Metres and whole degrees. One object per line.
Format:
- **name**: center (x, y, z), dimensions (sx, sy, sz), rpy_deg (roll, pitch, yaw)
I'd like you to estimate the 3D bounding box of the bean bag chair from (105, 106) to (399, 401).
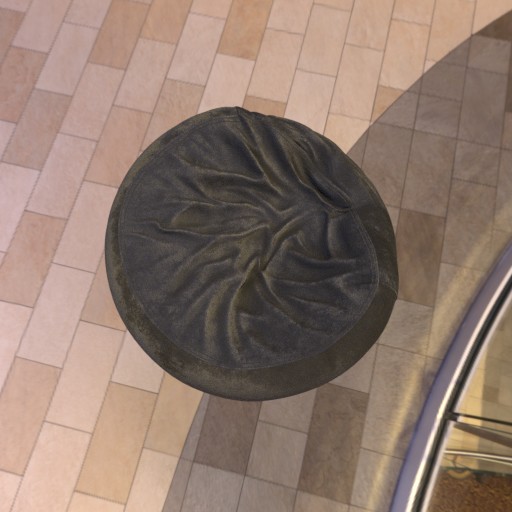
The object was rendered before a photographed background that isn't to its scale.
- **bean bag chair**: center (0.000, 0.000, 1.488), dimensions (0.918, 0.605, 0.918), rpy_deg (0, 75, 0)
